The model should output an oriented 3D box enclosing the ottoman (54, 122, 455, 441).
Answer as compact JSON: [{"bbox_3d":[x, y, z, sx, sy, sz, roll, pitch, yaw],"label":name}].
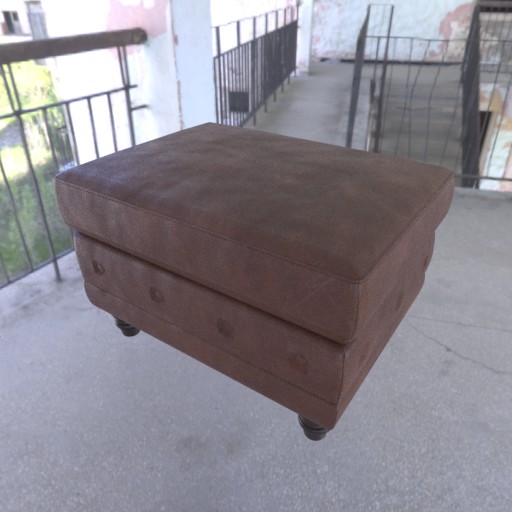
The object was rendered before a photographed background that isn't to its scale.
[{"bbox_3d":[0.000,0.000,1.171,0.795,0.509,0.588,20,36,29],"label":"ottoman"}]
